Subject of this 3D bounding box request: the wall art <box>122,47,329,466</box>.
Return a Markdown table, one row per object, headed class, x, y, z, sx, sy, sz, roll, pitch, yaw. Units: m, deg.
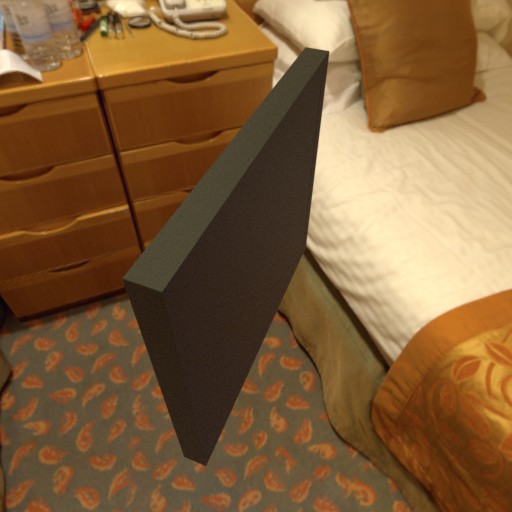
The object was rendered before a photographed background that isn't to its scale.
| class | x | y | z | sx | sy | sz | roll | pitch | yaw |
| --- | --- | --- | --- | --- | --- | --- | --- | --- | --- |
| wall art | 0.000 | 0.000 | 0.519 | 0.029 | 0.330 | 0.381 | 17 | 50 | 15 |
